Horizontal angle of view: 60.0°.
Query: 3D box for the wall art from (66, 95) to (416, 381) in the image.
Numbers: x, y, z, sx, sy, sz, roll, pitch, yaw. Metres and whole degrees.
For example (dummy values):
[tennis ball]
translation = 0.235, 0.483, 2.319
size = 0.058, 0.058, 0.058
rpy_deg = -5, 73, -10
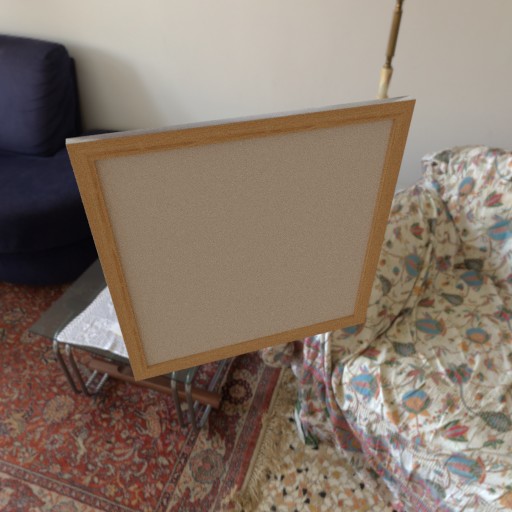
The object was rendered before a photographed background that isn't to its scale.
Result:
[wall art]
translation = 0.000, 0.000, 1.179
size = 0.762, 0.762, 0.027
rpy_deg = -12, 41, -13
